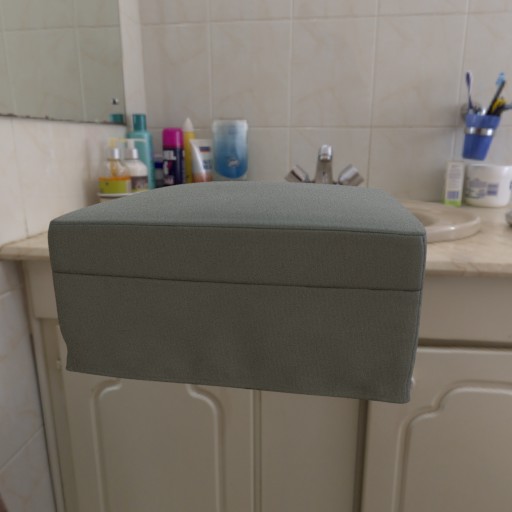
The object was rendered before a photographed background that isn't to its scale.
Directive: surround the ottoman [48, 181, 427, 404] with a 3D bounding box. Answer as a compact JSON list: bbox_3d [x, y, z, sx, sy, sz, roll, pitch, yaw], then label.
[{"bbox_3d":[0.000,0.000,1.347,0.842,0.441,0.843,2,14,10],"label":"ottoman"}]
